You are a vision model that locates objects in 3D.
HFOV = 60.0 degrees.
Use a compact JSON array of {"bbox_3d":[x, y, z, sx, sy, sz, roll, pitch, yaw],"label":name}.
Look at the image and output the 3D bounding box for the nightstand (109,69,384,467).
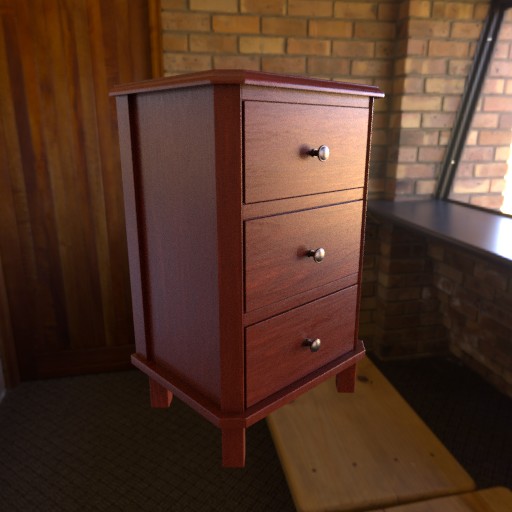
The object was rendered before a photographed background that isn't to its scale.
[{"bbox_3d":[0.000,0.000,0.946,0.435,0.681,0.351,-14,21,-41],"label":"nightstand"}]
